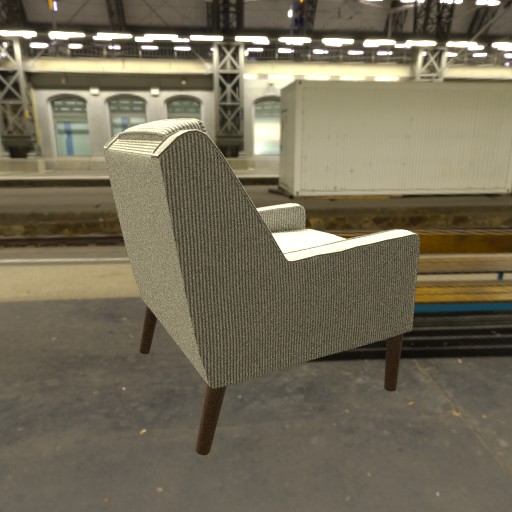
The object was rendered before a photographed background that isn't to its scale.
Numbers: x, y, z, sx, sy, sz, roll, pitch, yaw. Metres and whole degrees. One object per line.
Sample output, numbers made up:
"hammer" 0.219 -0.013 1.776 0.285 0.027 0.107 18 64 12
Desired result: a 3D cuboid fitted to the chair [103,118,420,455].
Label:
"chair" 0.000 0.000 1.357 0.743 0.792 0.663 -8 17 -26
